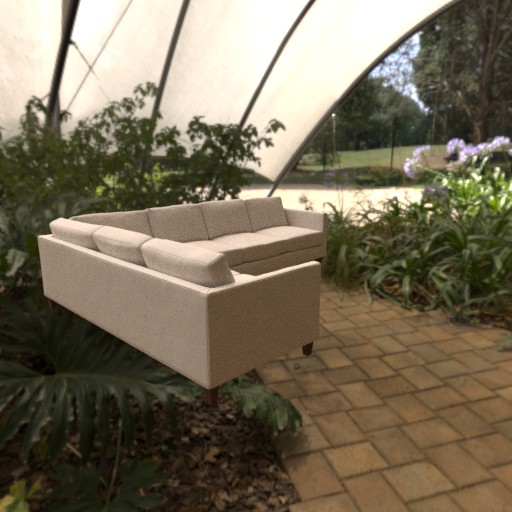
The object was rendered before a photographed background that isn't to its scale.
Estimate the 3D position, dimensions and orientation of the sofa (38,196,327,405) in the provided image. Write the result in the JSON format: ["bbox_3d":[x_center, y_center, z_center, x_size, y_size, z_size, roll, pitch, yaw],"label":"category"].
[{"bbox_3d":[0.000,0.000,4.311,2.432,0.863,3.182,13,18,43],"label":"sofa"}]
